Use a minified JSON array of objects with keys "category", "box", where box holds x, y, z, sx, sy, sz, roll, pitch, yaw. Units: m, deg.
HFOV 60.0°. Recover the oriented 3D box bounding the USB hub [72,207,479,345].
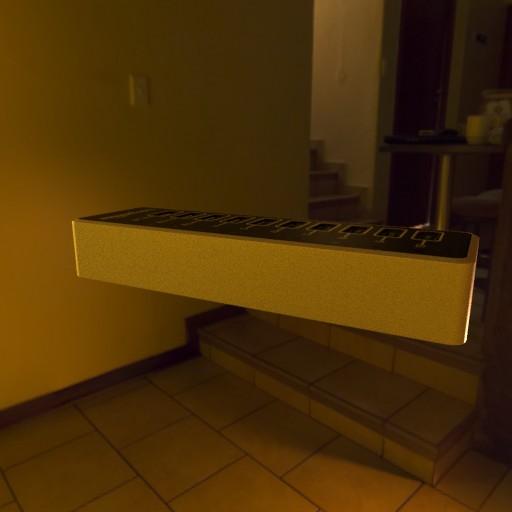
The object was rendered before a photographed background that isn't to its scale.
[{"category":"USB hub","box":[0.000,0.000,0.163,0.145,0.023,0.044,7,16,26]}]
